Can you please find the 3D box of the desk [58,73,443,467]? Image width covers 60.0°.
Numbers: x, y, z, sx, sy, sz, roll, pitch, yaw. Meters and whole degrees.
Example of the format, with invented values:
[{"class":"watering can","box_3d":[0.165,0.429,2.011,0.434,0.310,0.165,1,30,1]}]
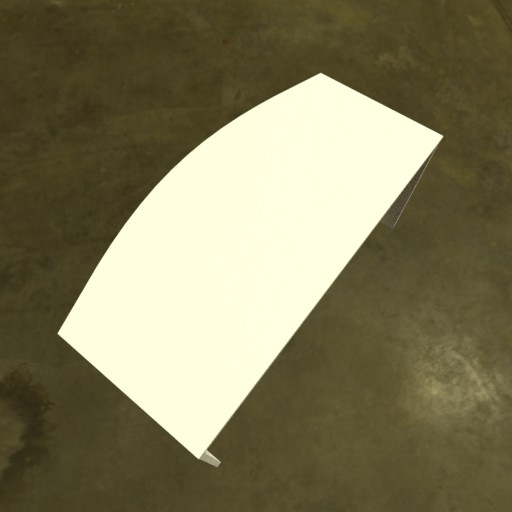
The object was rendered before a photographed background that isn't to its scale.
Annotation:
[{"class":"desk","box_3d":[0.000,0.000,2.064,0.802,0.750,1.600,35,68,16]}]
